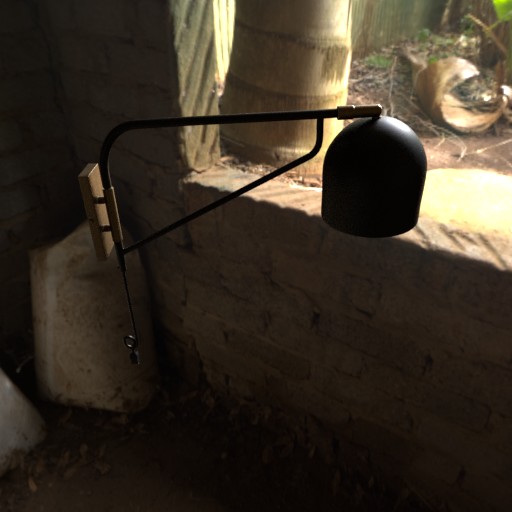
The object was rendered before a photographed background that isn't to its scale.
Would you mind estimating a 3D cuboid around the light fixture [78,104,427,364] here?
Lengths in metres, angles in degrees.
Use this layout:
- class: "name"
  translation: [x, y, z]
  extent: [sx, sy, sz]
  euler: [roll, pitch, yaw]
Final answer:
- class: "light fixture"
  translation: [0.000, 0.000, 1.051]
  extent: [0.720, 0.696, 0.215]
  euler: [-1, 32, -1]
